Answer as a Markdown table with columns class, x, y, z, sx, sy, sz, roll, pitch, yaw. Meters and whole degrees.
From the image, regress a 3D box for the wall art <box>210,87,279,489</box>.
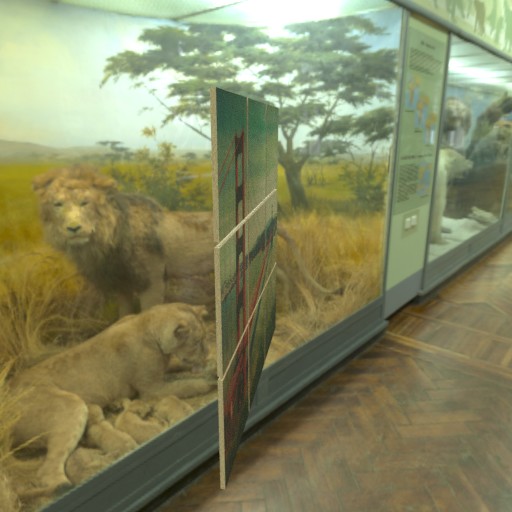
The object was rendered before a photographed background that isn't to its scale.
| class | x | y | z | sx | sy | sz | roll | pitch | yaw |
| --- | --- | --- | --- | --- | --- | --- | --- | --- | --- |
| wall art | 0.000 | 0.000 | 1.826 | 0.016 | 1.207 | 1.217 | 3 | 16 | 10 |
